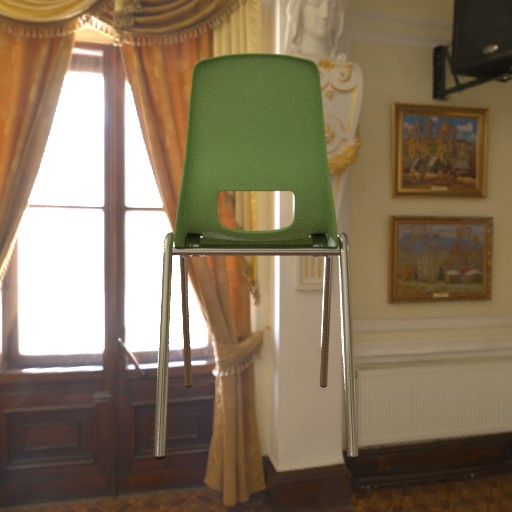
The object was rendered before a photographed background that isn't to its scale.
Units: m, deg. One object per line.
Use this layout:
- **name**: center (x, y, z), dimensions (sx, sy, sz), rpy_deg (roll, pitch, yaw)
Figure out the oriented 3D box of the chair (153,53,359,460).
- **chair**: center (0.000, 0.000, 0.974), dimensions (0.381, 0.704, 0.436), rpy_deg (0, 0, 0)
